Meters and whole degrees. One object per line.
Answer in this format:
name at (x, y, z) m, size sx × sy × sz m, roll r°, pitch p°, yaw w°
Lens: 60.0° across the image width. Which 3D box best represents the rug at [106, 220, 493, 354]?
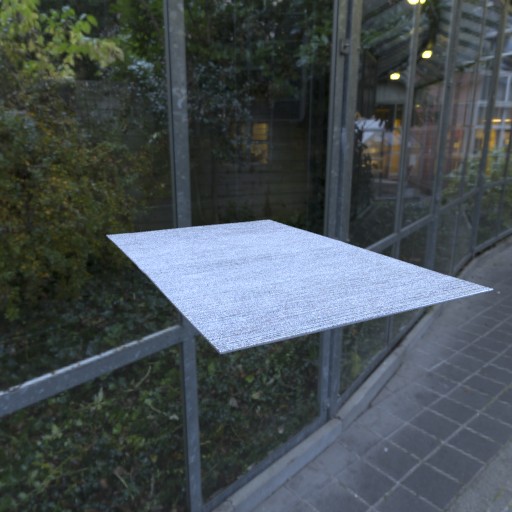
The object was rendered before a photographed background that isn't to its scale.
rug at (0.000, 0.000, 2.230) m, size 1.159 × 0.021 × 1.789 m, roll -7°, pitch 16°, yaw -27°
